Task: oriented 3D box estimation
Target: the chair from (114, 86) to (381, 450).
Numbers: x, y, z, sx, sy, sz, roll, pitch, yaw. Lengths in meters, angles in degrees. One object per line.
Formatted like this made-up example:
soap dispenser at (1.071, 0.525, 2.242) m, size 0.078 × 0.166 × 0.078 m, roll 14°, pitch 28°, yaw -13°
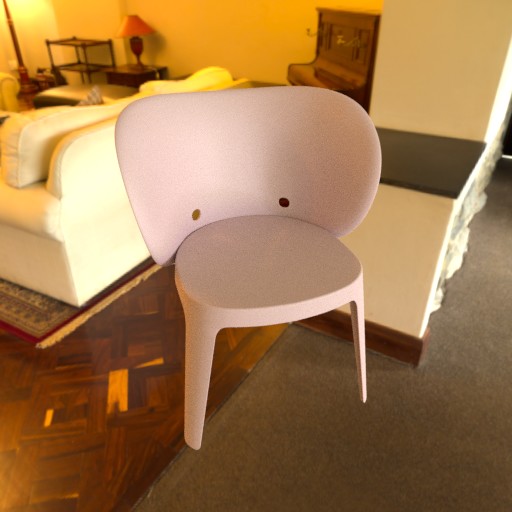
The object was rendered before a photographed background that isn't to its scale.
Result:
chair at (0.000, 0.000, 0.855) m, size 0.451 × 0.554 × 0.402 m, roll -10°, pitch 32°, yaw -16°
